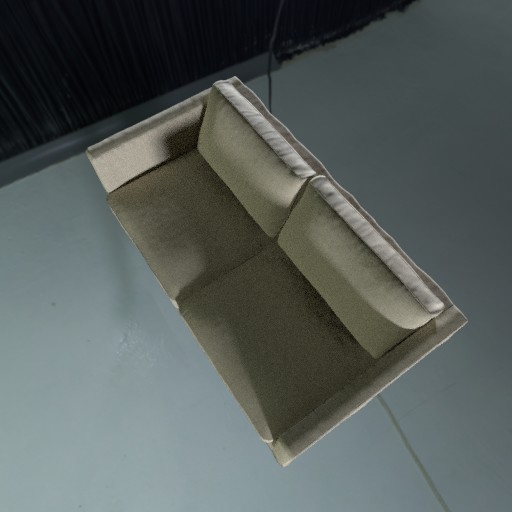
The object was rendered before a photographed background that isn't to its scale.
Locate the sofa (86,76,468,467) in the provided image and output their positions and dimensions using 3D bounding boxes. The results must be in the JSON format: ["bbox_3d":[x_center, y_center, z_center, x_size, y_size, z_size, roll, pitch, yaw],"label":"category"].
[{"bbox_3d":[0.000,0.000,2.272,0.956,0.828,1.766,-32,68,-15],"label":"sofa"}]
